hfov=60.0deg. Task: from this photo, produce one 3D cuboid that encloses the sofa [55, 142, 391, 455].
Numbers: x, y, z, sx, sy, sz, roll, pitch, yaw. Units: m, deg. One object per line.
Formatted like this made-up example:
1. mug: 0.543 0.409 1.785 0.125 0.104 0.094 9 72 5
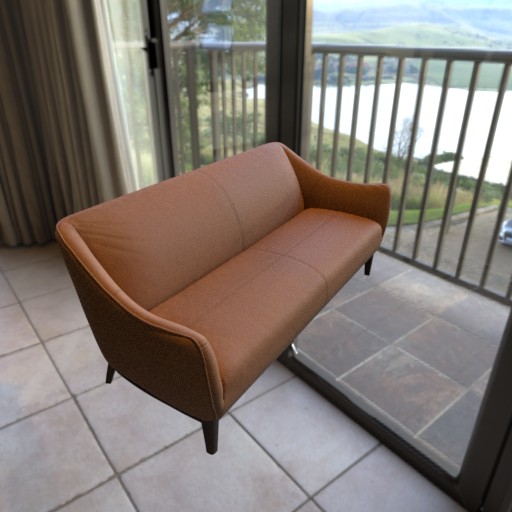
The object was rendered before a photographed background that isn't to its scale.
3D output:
1. sofa: 0.000 0.000 2.407 0.869 0.830 1.928 17 32 29
